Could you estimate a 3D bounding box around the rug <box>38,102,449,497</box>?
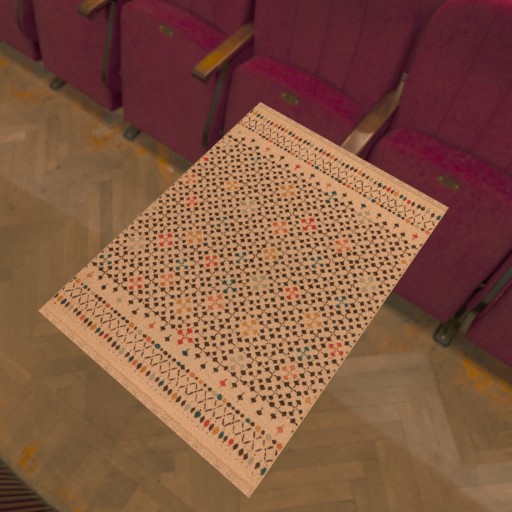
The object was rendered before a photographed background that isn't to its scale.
[{"bbox_3d":[0.000,0.000,2.016,1.146,0.006,1.556,34,67,17],"label":"rug"}]
